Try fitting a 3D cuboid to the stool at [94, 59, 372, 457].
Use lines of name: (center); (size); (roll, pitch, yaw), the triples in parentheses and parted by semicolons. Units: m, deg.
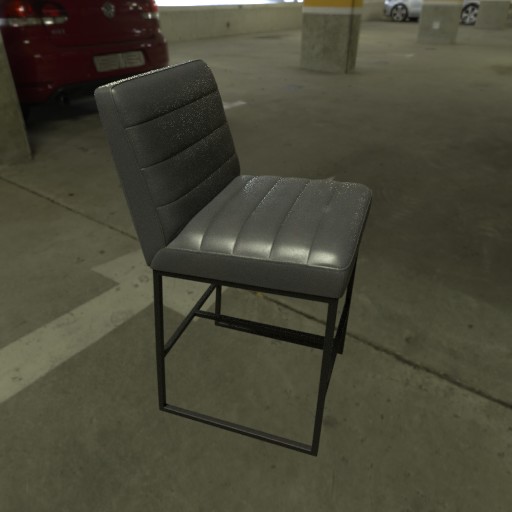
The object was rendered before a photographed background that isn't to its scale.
stool: (0.000, 0.000, 1.219); (0.552, 0.938, 0.457); (10, 32, 16)
